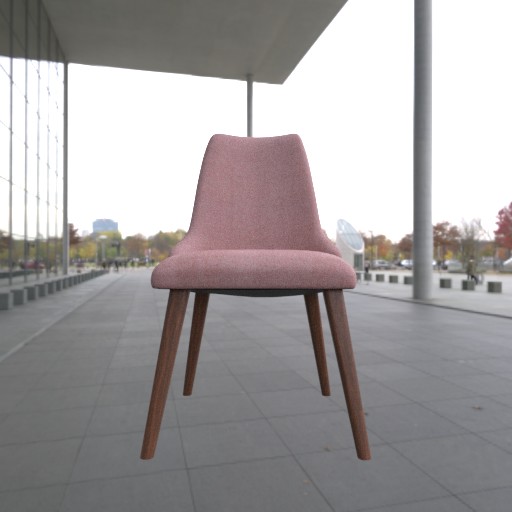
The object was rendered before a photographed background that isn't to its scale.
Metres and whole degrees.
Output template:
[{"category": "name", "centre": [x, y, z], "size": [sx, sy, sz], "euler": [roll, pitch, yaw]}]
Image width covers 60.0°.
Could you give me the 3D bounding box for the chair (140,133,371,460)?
[{"category": "chair", "centre": [0.000, 0.000, 1.344], "size": [0.535, 0.918, 0.707], "euler": [0, -1, 1]}]
